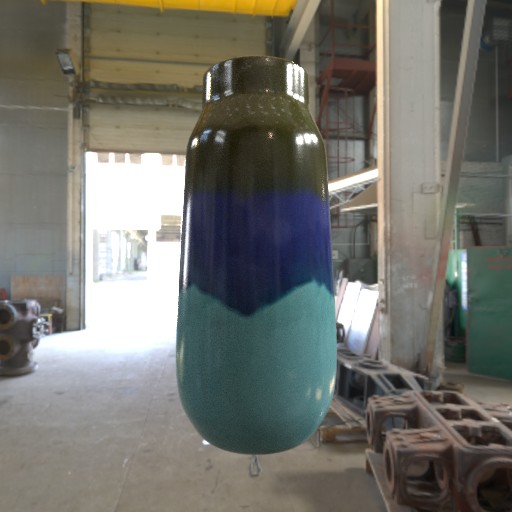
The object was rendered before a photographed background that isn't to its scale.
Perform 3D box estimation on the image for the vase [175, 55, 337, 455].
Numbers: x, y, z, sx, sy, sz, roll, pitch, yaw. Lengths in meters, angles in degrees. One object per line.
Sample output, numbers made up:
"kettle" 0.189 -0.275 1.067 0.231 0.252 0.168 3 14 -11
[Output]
"vase" 0.000 0.000 0.387 0.139 0.313 0.139 0 -1 0
